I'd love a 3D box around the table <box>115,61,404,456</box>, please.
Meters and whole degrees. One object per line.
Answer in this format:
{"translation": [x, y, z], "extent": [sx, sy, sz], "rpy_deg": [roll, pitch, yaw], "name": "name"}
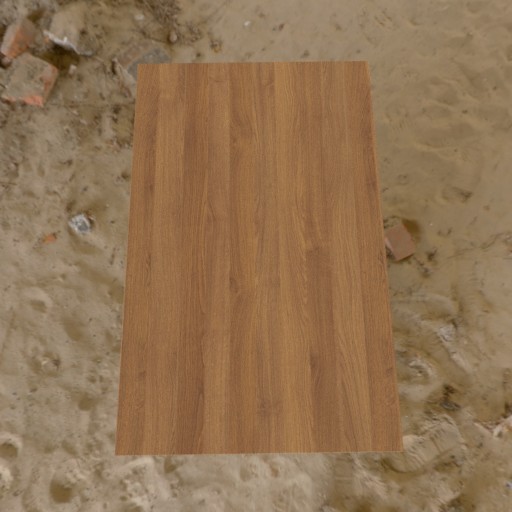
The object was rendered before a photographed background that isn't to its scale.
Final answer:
{"translation": [0.000, 0.000, 1.421], "extent": [0.700, 0.442, 1.100], "rpy_deg": [-1, 76, 0], "name": "table"}
